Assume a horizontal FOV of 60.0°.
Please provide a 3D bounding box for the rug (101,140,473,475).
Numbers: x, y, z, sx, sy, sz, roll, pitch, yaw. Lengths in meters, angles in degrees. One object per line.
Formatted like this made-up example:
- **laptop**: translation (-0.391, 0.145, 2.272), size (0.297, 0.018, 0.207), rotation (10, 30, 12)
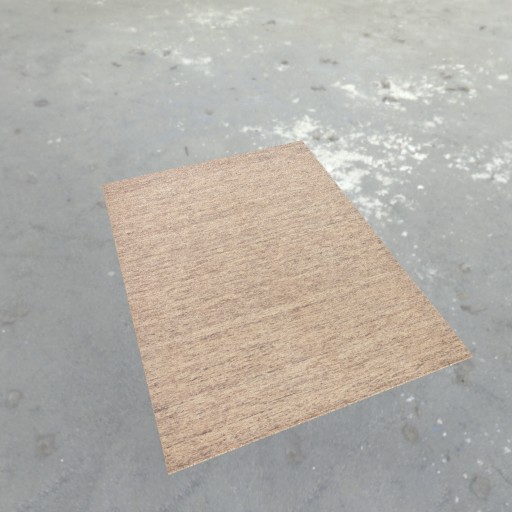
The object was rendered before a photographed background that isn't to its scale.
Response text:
- **rug**: translation (0.000, 0.000, 4.197), size (2.448, 0.013, 3.205), rotation (-16, 50, -14)
